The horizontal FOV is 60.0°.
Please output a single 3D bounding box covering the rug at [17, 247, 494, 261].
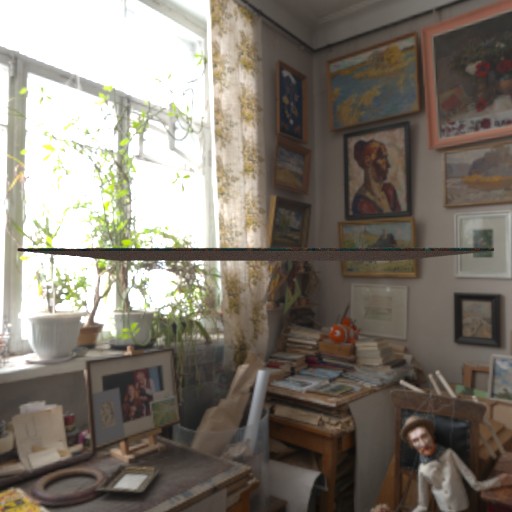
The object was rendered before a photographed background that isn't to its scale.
[{"bbox_3d":[0.000,0.000,2.306,1.836,0.014,1.216,0,-2,0],"label":"rug"}]
